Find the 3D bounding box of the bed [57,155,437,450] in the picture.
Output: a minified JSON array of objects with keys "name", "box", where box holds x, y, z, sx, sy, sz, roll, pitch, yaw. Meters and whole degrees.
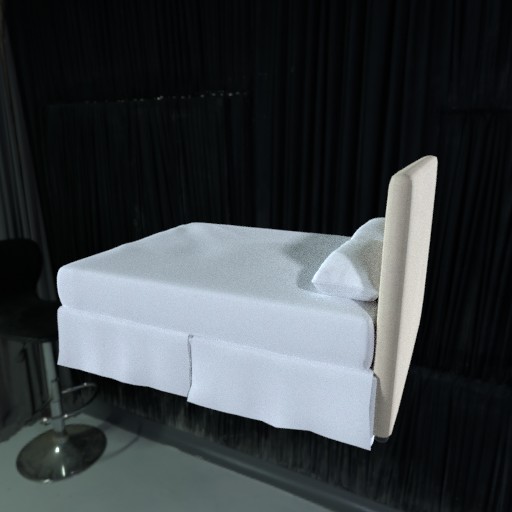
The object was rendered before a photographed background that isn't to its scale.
[{"name":"bed","box":[0.000,0.000,3.053,2.142,1.330,1.723,7,17,24]}]
